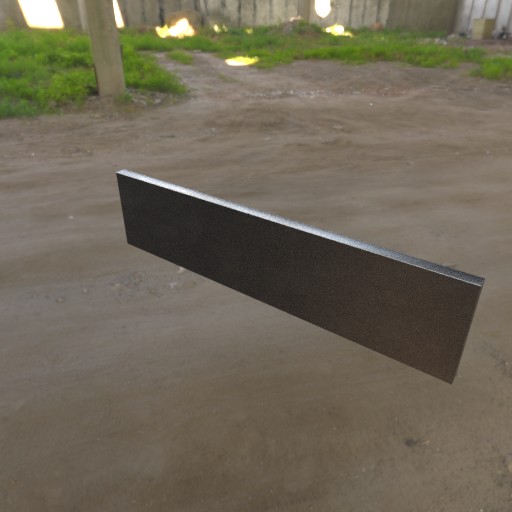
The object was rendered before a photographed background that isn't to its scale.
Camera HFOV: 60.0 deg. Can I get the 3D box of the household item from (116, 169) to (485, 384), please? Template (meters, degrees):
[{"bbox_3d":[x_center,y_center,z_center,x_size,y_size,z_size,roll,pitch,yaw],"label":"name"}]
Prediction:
[{"bbox_3d":[0.000,0.000,1.100,1.001,0.236,0.030,20,35,32],"label":"household item"}]
